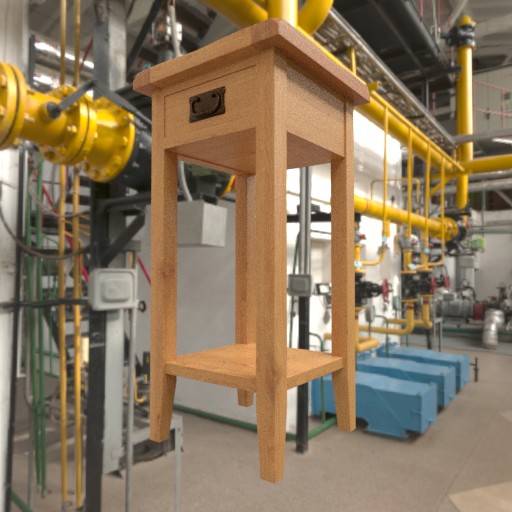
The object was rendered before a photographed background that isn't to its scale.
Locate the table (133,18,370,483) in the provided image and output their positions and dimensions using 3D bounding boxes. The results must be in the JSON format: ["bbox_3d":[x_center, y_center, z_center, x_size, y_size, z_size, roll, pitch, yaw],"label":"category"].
[{"bbox_3d":[0.000,0.000,0.932,0.360,0.740,0.360,-1,-2,37],"label":"table"}]
